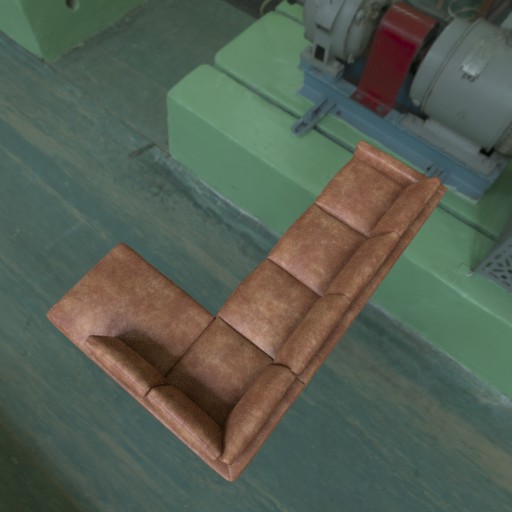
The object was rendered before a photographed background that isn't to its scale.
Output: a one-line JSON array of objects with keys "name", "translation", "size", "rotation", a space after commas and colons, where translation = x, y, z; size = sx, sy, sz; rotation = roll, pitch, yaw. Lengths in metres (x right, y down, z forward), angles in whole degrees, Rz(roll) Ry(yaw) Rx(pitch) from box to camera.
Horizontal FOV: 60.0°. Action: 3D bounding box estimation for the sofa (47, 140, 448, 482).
[{"name": "sofa", "translation": [0.000, 0.000, 3.812], "size": [1.938, 0.877, 2.984], "rotation": [36, 69, 16]}]
